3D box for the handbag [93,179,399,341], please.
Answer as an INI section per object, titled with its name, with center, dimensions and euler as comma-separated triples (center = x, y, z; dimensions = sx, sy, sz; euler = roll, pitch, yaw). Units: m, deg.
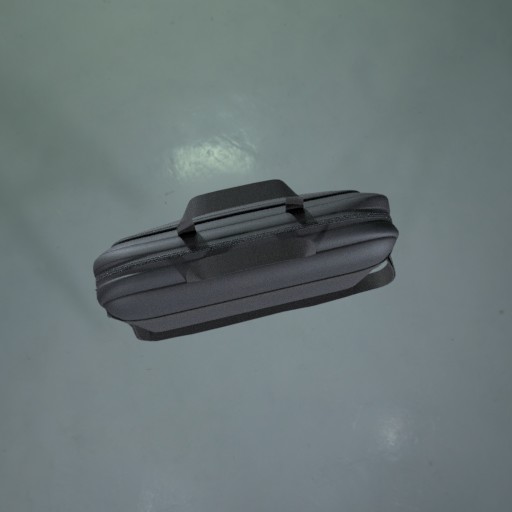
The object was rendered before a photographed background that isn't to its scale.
[handbag]
center = 0.000, 0.000, 0.580
dimensions = 0.429, 0.330, 0.126
euler = -13, 76, -3
